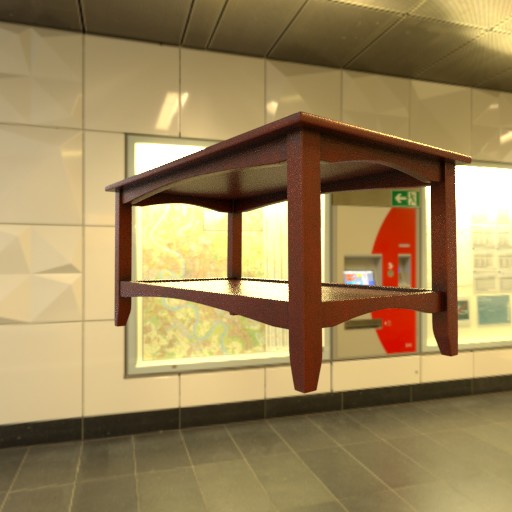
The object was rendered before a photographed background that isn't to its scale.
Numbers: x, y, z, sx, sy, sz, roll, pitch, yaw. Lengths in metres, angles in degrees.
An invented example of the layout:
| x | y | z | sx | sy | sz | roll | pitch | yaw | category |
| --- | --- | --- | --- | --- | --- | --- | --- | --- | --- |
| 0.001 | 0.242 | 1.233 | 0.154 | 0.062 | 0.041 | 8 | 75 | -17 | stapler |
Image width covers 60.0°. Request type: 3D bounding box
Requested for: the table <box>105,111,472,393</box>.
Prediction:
| x | y | z | sx | sy | sz | roll | pitch | yaw | category |
| --- | --- | --- | --- | --- | --- | --- | --- | --- | --- |
| 0.000 | 0.000 | 1.234 | 0.533 | 0.456 | 0.943 | 0 | 0 | -37 | table |
